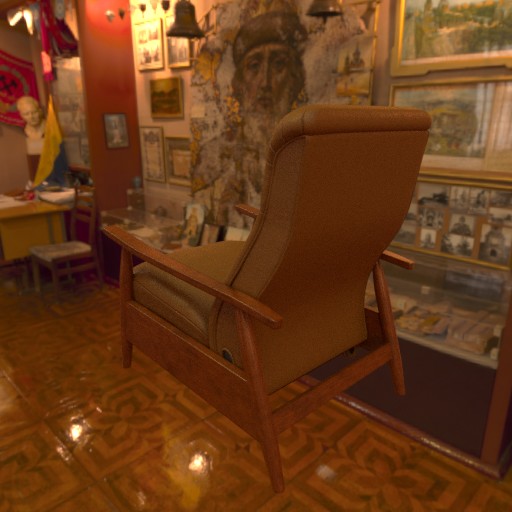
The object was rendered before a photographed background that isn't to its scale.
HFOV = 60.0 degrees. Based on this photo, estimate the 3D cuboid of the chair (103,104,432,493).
[{"bbox_3d":[0.000,0.000,1.712,0.762,1.082,1.014,-15,23,-41],"label":"chair"}]
